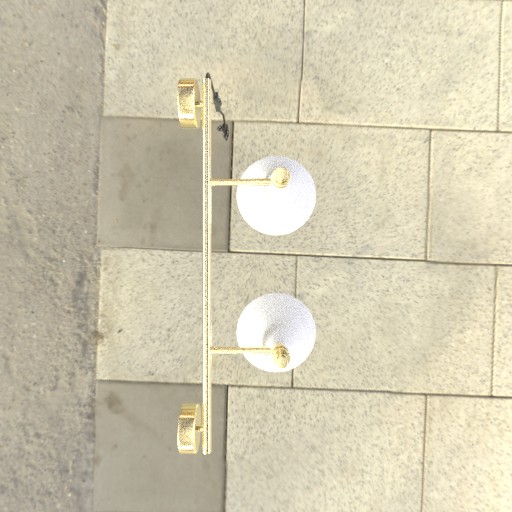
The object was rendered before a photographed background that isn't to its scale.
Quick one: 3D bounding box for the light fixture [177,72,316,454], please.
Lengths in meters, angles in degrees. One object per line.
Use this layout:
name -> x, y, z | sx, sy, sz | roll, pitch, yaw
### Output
light fixture -> 0.000, 0.000, 0.872 | 0.239, 0.468, 0.642 | 0, 90, 1
